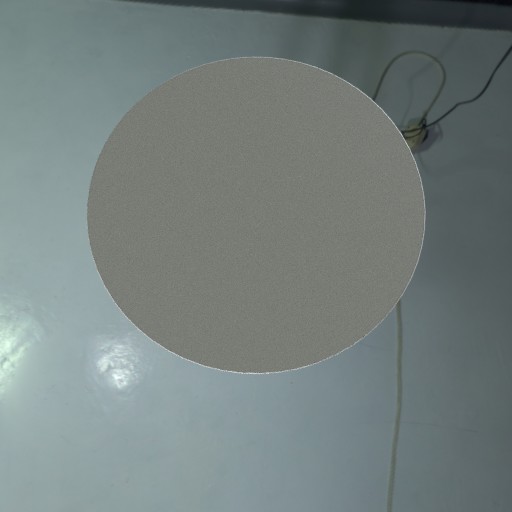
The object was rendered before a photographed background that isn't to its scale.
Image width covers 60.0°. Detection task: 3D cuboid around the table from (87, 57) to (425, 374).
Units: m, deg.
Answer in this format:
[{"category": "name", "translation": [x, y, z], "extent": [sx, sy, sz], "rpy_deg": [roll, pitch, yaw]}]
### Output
[{"category": "table", "translation": [0.000, 0.000, 0.807], "extent": [0.418, 0.532, 0.418], "rpy_deg": [1, 75, 0]}]
